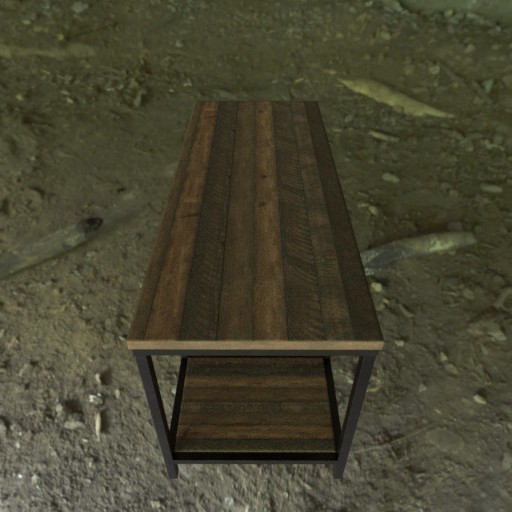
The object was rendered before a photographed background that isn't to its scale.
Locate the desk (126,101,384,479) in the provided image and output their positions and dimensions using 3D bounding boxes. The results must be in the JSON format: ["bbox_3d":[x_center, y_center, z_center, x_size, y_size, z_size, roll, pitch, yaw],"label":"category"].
[{"bbox_3d":[0.000,0.000,1.890,0.617,0.753,1.538,0,40,0],"label":"desk"}]
